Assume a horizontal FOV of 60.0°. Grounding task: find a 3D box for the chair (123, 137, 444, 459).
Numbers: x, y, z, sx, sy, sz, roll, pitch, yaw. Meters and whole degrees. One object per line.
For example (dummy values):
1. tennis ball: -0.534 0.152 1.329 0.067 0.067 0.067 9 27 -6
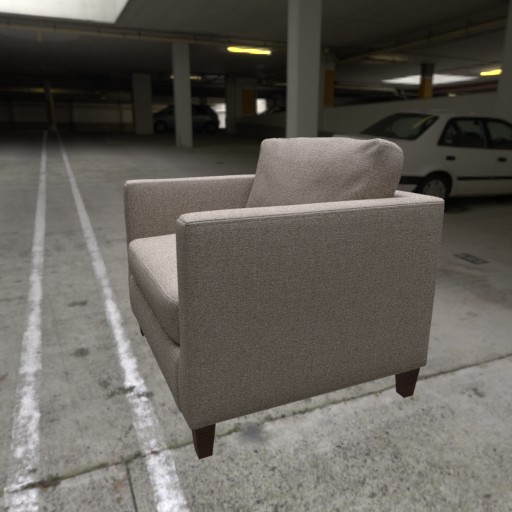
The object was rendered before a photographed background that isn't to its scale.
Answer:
1. chair: 0.000 0.000 1.856 0.959 0.961 1.107 -7 17 -23
